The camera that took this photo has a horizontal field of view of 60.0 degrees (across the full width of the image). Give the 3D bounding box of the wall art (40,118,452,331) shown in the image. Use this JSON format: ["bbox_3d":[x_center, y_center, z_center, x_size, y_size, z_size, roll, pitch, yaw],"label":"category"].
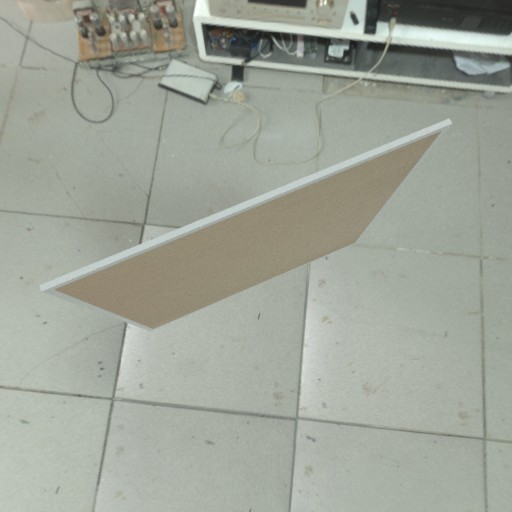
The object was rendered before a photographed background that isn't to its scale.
[{"bbox_3d":[0.000,0.000,0.673,0.456,0.456,0.007,-23,77,-6],"label":"wall art"}]
